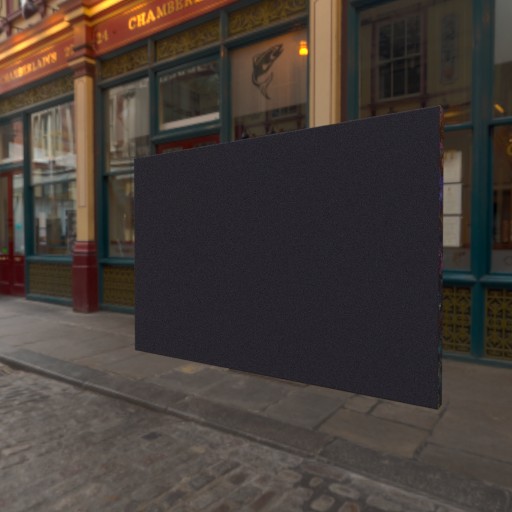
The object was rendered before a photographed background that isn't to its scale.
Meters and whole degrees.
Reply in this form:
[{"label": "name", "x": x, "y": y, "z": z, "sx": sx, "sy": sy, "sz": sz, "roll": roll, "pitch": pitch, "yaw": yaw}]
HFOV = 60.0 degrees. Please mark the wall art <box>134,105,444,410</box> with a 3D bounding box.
[{"label": "wall art", "x": 0.000, "y": 0.000, "z": 1.153, "sx": 0.908, "sy": 0.604, "sz": 0.037, "roll": 1, "pitch": 1, "yaw": 35}]
